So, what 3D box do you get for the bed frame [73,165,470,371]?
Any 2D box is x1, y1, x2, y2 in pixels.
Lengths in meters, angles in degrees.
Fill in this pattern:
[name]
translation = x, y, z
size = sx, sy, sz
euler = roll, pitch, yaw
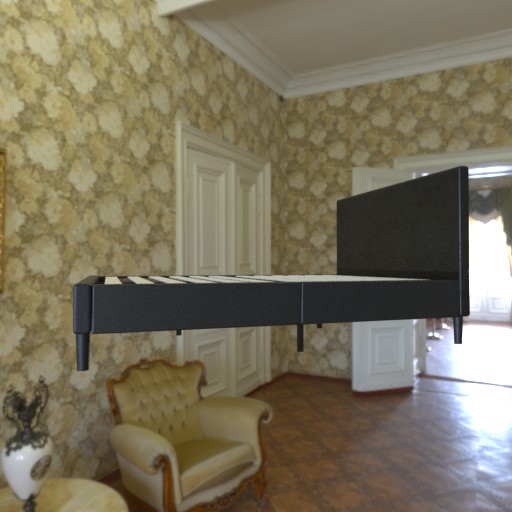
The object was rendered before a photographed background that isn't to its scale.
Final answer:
[bed frame]
translation = 0.000, 0.000, 2.952
size = 2.152, 1.046, 1.469
euler = 0, -1, -18
